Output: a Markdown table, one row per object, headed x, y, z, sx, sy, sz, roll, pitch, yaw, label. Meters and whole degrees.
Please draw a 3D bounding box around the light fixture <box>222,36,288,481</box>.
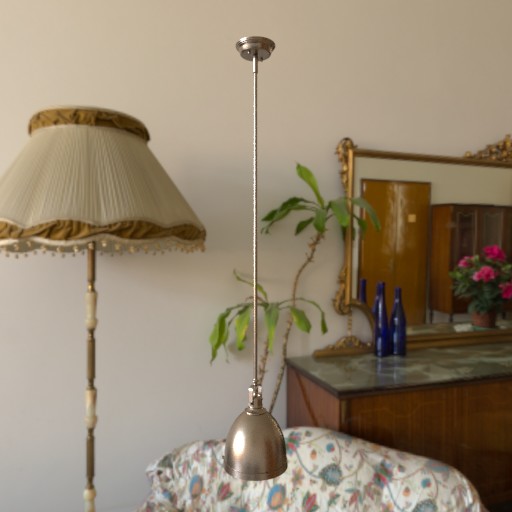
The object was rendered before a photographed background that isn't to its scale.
| x | y | z | sx | sy | sz | roll | pitch | yaw | label |
| --- | --- | --- | --- | --- | --- | --- | --- | --- | --- |
| 0.000 | 0.000 | 1.450 | 0.211 | 1.367 | 0.217 | 0 | 1 | 36 | light fixture |
